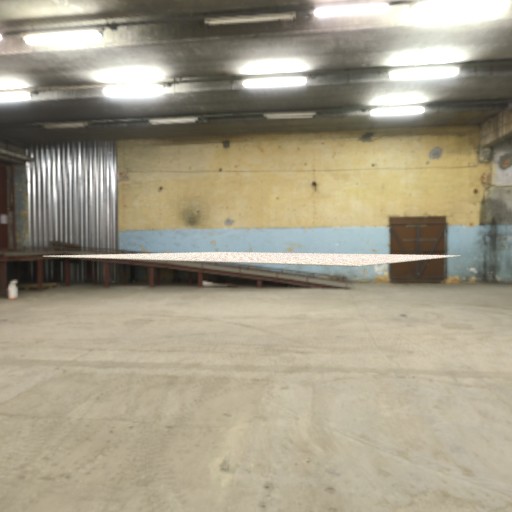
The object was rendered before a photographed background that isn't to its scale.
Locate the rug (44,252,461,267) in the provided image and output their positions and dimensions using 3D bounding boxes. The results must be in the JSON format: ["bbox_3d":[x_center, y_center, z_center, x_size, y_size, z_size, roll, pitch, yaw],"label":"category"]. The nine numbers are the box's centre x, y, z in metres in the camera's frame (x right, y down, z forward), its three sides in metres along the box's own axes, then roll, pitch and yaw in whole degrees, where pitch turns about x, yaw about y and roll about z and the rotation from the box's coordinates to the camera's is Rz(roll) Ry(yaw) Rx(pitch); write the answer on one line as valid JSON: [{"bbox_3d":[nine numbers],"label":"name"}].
[{"bbox_3d":[0.000,0.000,4.117,3.045,0.008,2.421,1,2,36],"label":"rug"}]
